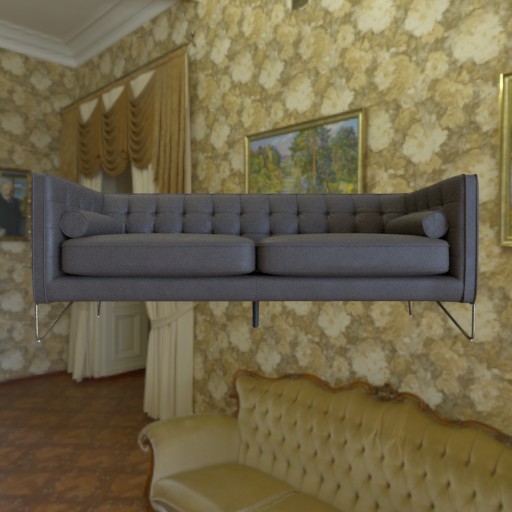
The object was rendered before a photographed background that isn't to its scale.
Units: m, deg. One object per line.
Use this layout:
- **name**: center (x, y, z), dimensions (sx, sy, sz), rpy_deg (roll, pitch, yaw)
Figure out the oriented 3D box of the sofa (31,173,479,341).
- **sofa**: center (0.000, 0.000, 2.450), dimensions (2.087, 0.789, 0.867), rpy_deg (0, 1, -1)
